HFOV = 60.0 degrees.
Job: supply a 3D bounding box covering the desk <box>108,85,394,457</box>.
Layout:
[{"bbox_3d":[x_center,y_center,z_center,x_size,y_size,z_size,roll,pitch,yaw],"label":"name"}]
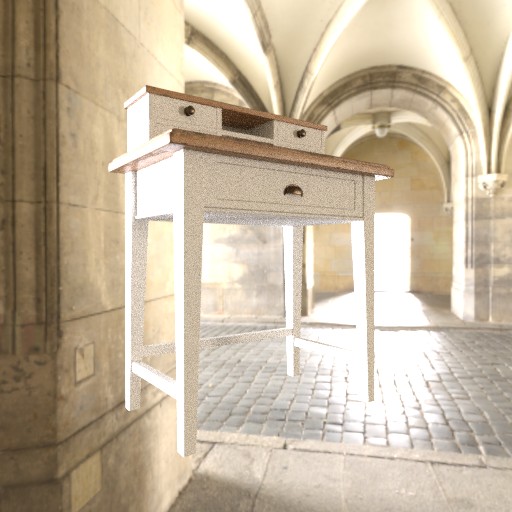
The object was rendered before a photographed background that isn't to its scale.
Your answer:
[{"bbox_3d":[0.000,0.000,1.448,0.814,0.981,0.462,0,1,-35],"label":"desk"}]
